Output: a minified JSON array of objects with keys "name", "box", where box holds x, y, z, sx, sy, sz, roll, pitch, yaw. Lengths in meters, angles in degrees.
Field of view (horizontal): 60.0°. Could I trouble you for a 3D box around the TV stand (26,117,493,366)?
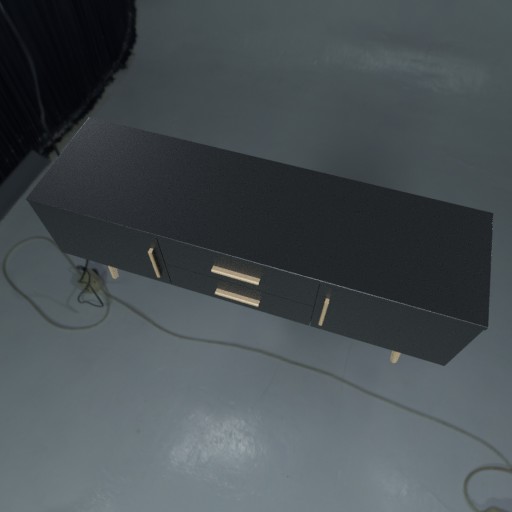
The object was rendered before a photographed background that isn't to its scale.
[{"name":"TV stand","box":[0.000,0.000,1.503,1.312,0.518,0.390,15,59,10]}]
